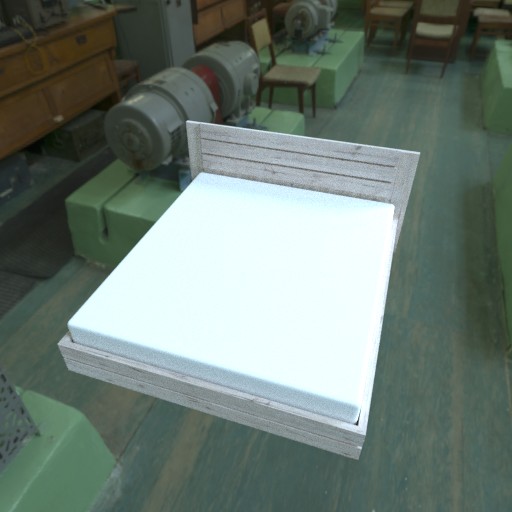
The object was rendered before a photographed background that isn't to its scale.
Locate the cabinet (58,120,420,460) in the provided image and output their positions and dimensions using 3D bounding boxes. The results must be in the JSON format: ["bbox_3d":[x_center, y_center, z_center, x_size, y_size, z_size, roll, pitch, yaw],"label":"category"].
[{"bbox_3d":[0.000,0.000,3.157,1.950,0.970,2.080,12,41,14],"label":"cabinet"}]
